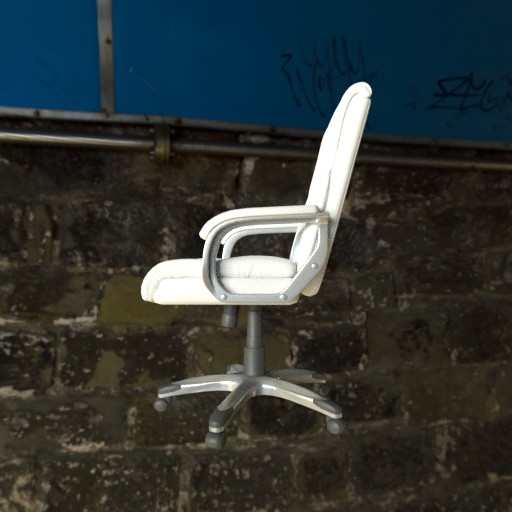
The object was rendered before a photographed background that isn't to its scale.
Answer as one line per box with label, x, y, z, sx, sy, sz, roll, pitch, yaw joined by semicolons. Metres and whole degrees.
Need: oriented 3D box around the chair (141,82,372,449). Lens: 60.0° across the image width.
chair;0.000;0.000;1.606;0.738;1.120;0.687;0;0;1
